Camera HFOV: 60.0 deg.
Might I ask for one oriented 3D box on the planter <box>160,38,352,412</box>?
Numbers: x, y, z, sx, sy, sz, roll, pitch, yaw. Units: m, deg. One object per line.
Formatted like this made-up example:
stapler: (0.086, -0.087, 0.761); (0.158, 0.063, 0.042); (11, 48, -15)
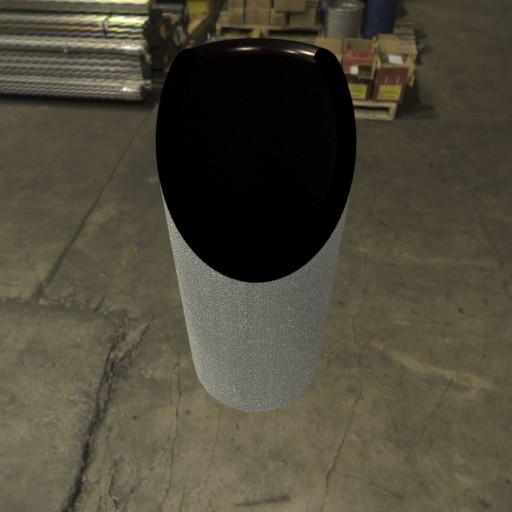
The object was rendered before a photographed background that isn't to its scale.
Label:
planter: (0.000, 0.000, 0.126); (0.045, 0.103, 0.045); (4, 45, 4)
